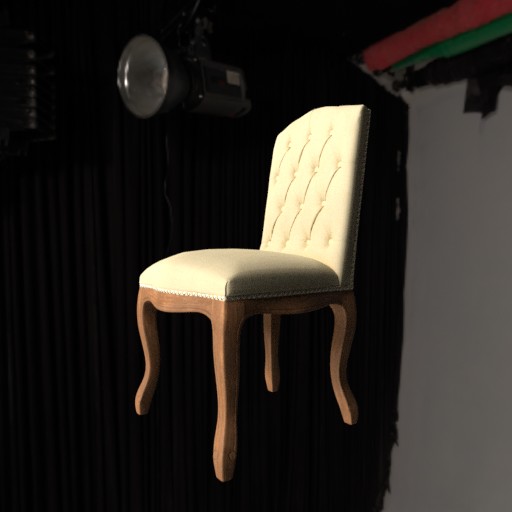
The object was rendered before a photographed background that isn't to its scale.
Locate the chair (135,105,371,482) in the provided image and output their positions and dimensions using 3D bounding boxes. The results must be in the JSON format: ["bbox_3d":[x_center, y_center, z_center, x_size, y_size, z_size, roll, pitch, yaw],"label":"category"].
[{"bbox_3d":[0.000,0.000,1.582,0.715,1.165,0.623,0,0,-36],"label":"chair"}]
